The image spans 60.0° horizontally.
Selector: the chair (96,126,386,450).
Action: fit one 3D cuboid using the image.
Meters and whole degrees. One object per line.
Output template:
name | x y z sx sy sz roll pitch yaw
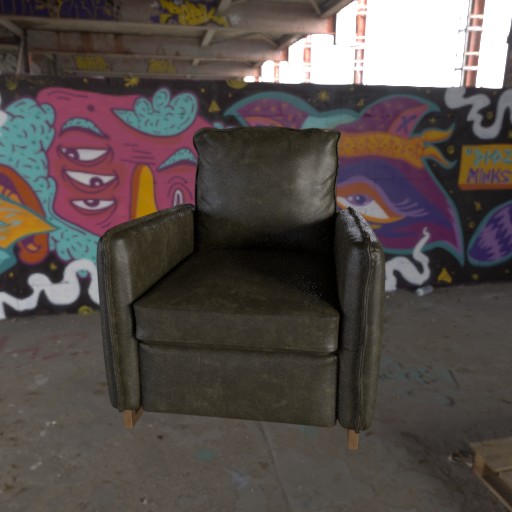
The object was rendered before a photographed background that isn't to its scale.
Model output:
chair | 0.000 0.000 1.601 0.830 0.921 0.921 2 15 8
